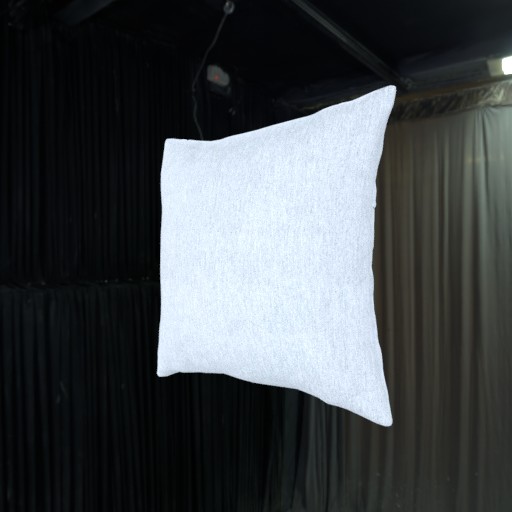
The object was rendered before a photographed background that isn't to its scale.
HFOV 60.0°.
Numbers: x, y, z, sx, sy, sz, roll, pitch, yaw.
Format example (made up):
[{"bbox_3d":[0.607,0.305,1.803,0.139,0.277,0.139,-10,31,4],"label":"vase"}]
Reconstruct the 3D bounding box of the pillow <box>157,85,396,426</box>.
[{"bbox_3d":[0.000,0.000,0.687,0.433,0.436,0.173,0,-1,37],"label":"pillow"}]
